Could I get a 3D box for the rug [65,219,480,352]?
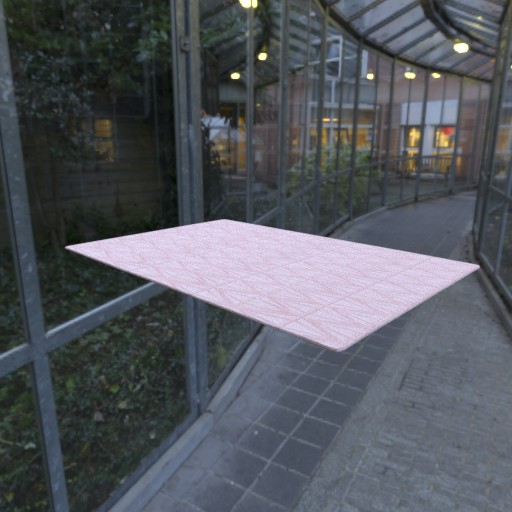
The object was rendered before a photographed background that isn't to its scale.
[{"bbox_3d":[0.000,0.000,3.016,2.390,0.015,1.609,14,20,42],"label":"rug"}]
